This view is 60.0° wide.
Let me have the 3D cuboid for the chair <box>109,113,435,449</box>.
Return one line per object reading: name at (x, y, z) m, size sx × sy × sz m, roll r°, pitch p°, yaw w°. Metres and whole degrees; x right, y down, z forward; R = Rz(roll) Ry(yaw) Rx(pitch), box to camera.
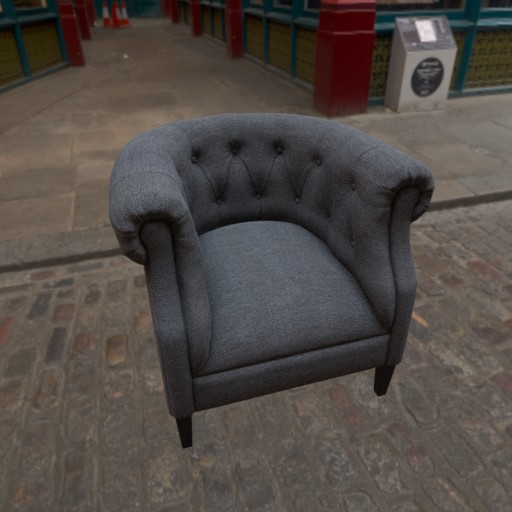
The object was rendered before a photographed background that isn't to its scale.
chair at (0.000, 0.000, 1.571) m, size 0.905 × 0.827 × 0.852 m, roll -9°, pitch 33°, yaw -15°
